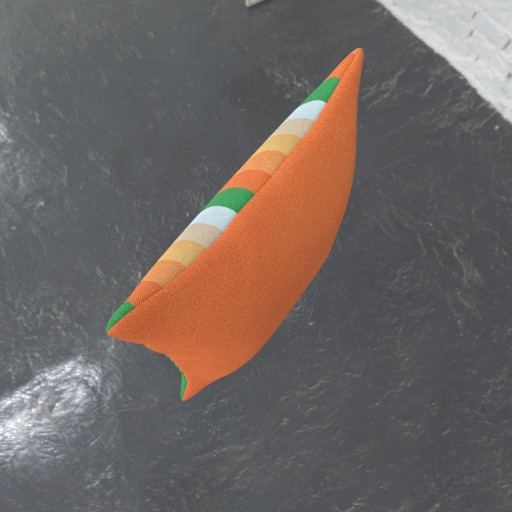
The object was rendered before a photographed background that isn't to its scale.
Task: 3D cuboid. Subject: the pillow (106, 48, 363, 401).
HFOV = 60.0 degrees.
[{"bbox_3d":[0.000,0.000,0.672,0.169,0.444,0.453,33,68,15],"label":"pillow"}]
